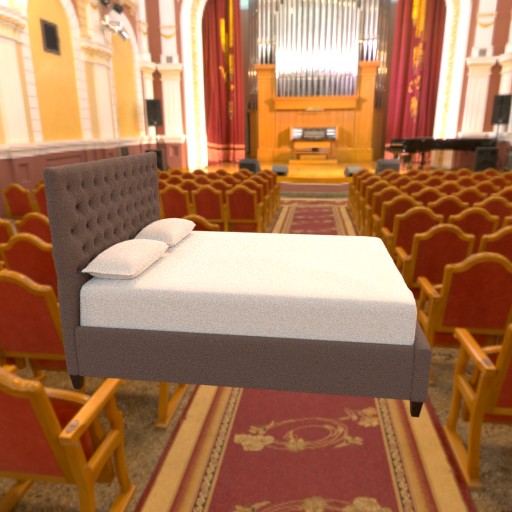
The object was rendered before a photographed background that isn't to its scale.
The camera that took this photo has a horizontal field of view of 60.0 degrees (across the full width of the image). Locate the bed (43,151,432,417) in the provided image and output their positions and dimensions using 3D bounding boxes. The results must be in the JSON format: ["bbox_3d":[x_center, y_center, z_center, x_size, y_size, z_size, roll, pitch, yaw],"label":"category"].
[{"bbox_3d":[0.000,0.000,3.328,2.233,1.426,1.696,2,17,8],"label":"bed"}]
